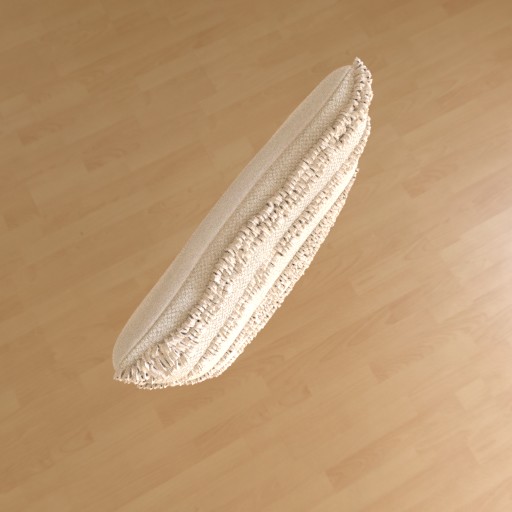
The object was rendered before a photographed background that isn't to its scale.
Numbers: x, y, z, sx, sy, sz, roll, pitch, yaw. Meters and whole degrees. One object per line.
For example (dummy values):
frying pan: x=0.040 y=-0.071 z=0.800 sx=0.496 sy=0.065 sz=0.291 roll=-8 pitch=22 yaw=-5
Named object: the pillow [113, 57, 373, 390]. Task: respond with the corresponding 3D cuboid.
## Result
pillow: x=0.000 y=0.000 z=0.655 sx=0.145 sy=0.427 sz=0.437 roll=35 pitch=79 yaw=8
